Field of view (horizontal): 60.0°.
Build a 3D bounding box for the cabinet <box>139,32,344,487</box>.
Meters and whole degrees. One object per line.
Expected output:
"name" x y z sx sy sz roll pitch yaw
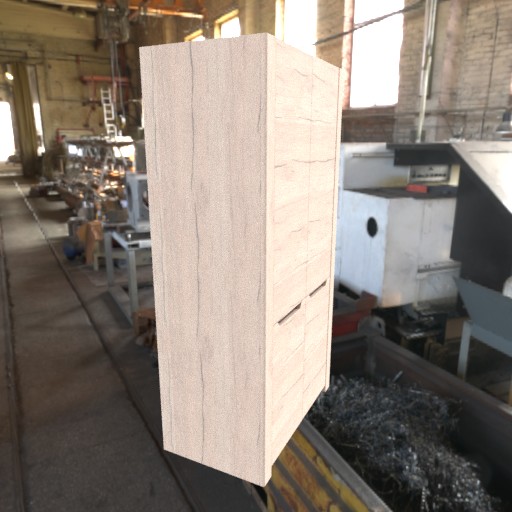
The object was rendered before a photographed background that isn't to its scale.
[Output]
"cabinet" 0.000 0.000 2.358 0.580 1.930 0.980 7 16 26
